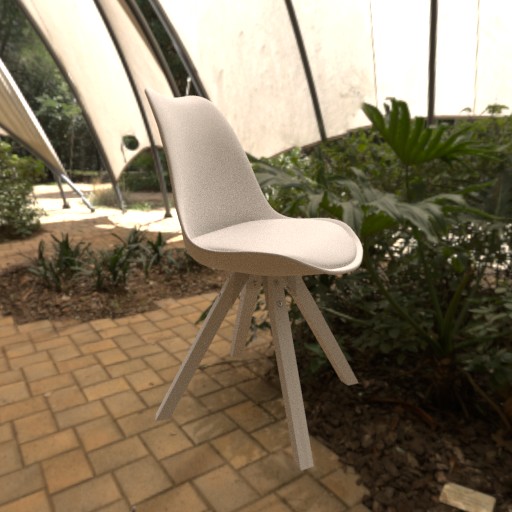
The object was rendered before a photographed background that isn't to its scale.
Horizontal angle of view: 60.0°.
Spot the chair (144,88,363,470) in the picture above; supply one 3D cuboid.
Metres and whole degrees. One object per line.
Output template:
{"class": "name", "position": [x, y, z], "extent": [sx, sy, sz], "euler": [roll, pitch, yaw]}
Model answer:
{"class": "chair", "position": [0.000, 0.000, 1.185], "extent": [0.550, 0.850, 0.485], "euler": [7, 16, 26]}
